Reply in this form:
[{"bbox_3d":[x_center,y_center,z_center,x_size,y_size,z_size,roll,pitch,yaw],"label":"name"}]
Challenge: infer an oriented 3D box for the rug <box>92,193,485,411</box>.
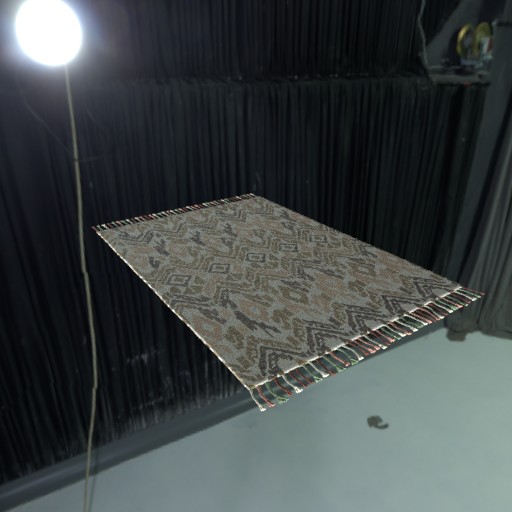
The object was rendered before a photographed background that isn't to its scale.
[{"bbox_3d":[0.000,0.000,2.323,1.219,0.008,1.829,-17,30,-31],"label":"rug"}]
